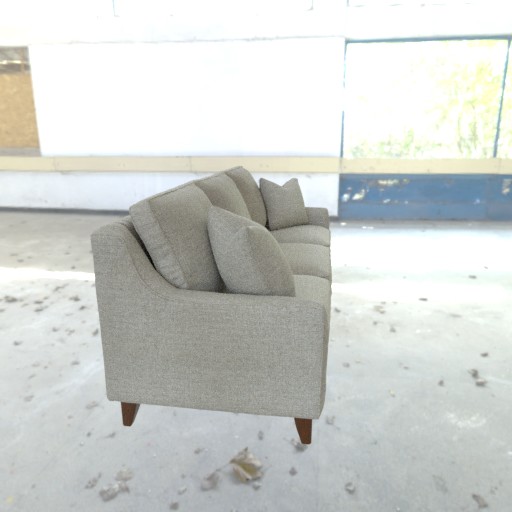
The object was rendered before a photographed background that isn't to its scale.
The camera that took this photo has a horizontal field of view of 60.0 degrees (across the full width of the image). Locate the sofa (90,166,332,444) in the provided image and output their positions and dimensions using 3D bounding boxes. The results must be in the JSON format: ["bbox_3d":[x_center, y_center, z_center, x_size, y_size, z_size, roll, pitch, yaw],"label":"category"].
[{"bbox_3d":[0.000,0.000,2.525,0.865,0.914,2.031,3,16,9],"label":"sofa"}]
